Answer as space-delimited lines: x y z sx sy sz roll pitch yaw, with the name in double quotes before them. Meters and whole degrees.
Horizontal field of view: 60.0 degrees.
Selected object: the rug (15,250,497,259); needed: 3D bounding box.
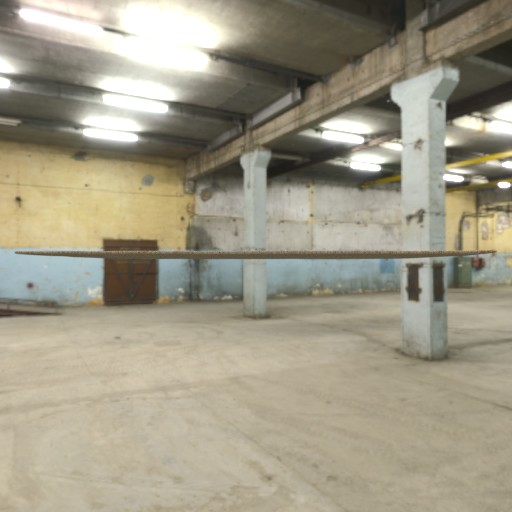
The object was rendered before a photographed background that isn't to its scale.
"rug" 0.000 0.000 2.278 1.822 0.018 1.211 0 -1 0
